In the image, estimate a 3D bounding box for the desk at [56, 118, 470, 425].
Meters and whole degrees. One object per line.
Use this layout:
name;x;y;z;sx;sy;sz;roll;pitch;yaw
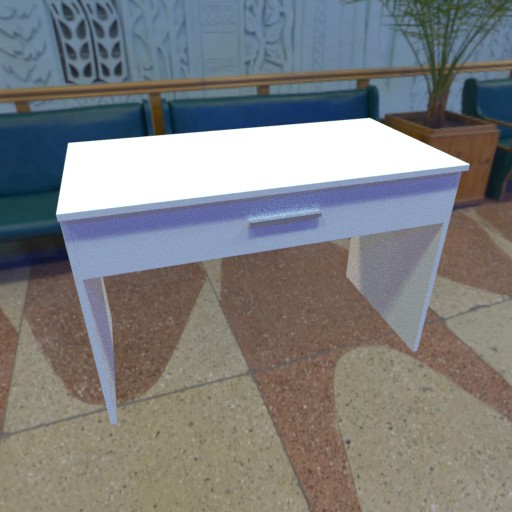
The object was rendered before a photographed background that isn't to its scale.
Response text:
desk;0.000;0.000;1.535;1.100;0.730;0.560;-9;32;-15
